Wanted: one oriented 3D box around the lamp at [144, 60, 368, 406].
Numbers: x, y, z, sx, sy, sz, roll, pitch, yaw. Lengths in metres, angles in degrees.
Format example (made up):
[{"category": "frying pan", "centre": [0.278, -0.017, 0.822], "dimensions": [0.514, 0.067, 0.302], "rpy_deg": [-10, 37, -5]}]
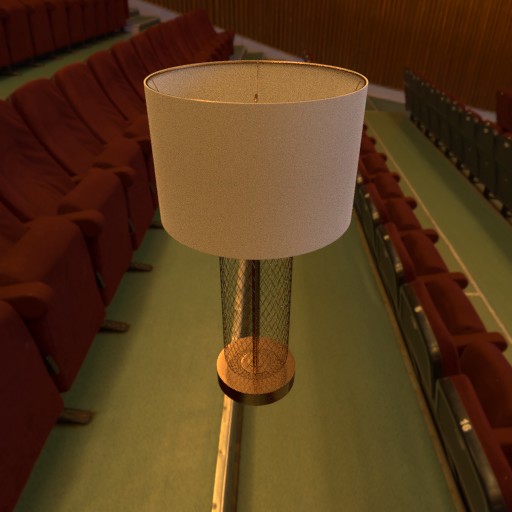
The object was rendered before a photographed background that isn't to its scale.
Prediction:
[{"category": "lamp", "centre": [0.000, 0.000, 0.636], "dimensions": [0.252, 0.483, 0.252], "rpy_deg": [1, 32, 1]}]
